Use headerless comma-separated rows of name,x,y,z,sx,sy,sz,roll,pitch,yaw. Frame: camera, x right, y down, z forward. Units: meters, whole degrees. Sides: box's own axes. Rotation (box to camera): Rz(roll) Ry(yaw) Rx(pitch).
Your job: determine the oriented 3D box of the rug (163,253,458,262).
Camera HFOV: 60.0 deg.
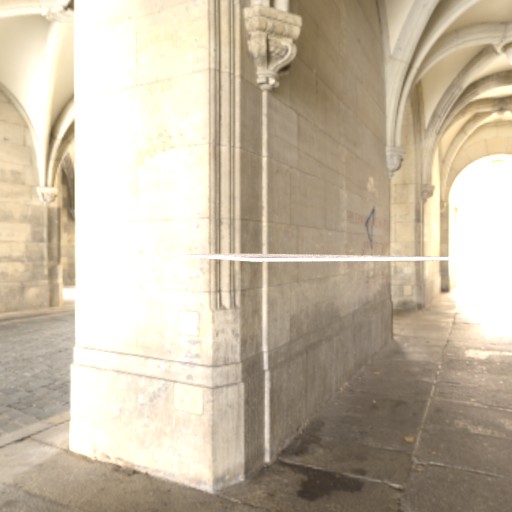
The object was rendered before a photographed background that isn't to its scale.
rug,0.000,0.000,2.754,0.855,0.017,2.452,0,1,-19
